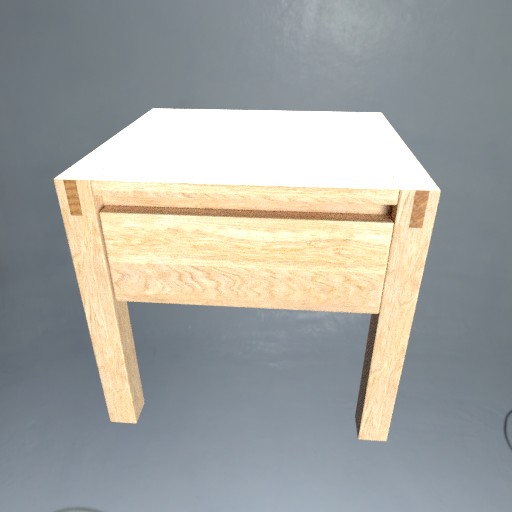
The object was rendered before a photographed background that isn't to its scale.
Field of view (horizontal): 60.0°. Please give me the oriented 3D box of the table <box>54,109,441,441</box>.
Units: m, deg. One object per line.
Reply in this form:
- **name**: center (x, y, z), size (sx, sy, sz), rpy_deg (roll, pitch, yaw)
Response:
- **table**: center (0.000, 0.000, 0.845), size (0.480, 0.450, 0.440), rpy_deg (2, 30, 4)
